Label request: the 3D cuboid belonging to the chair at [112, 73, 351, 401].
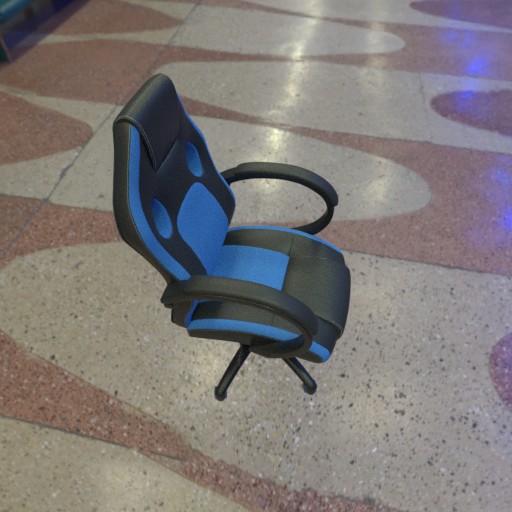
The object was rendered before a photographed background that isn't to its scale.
[{"bbox_3d":[0.000,0.000,1.607,0.724,1.187,0.673,10,48,9],"label":"chair"}]
